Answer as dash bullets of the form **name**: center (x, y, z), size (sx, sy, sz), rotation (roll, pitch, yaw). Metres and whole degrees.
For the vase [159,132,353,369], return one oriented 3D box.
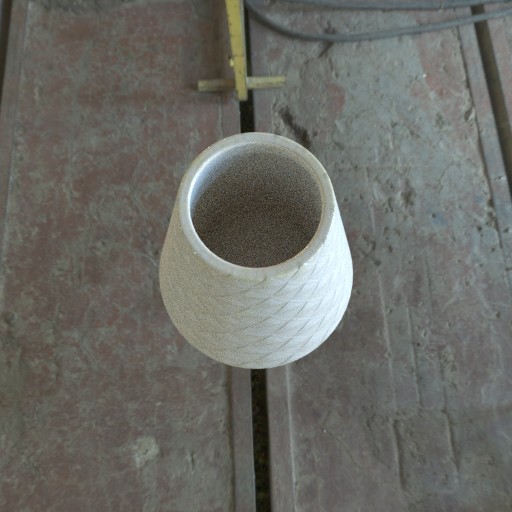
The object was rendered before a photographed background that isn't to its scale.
- **vase**: center (0.000, 0.000, 0.355), size (0.175, 0.230, 0.175), rotation (0, 75, 0)
